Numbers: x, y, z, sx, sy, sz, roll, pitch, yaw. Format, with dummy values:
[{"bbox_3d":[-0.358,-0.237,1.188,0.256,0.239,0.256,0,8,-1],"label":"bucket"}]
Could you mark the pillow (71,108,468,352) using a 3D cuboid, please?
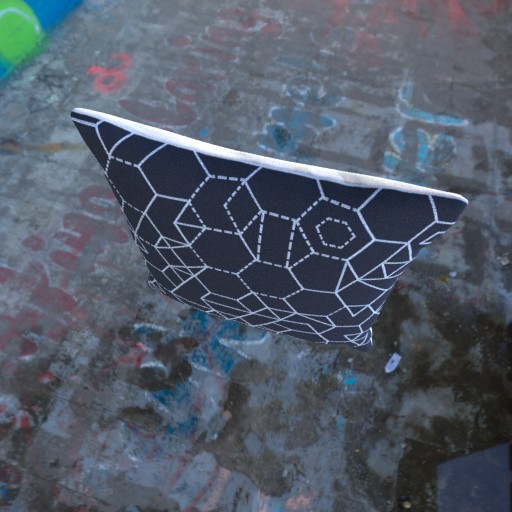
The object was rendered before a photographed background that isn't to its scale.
[{"bbox_3d":[0.000,0.000,0.768,0.517,0.508,0.158,15,60,9],"label":"pillow"}]
